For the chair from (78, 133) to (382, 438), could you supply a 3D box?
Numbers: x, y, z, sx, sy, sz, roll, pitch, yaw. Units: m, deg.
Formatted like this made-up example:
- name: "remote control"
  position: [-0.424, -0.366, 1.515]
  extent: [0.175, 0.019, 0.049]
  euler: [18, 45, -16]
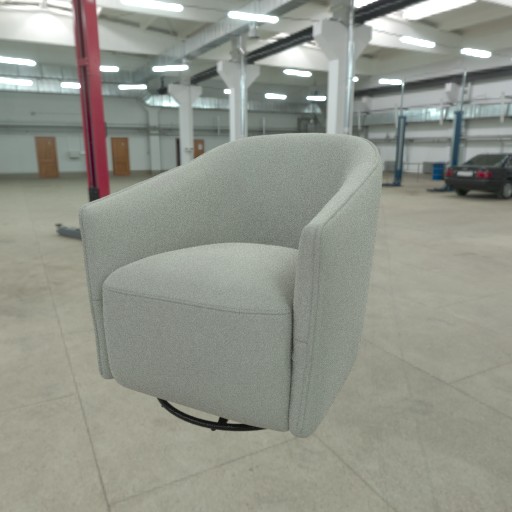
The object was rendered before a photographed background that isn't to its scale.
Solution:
- name: "chair"
  position: [0.000, 0.000, 1.448]
  extent: [0.747, 0.799, 0.875]
  euler: [7, 15, 26]
